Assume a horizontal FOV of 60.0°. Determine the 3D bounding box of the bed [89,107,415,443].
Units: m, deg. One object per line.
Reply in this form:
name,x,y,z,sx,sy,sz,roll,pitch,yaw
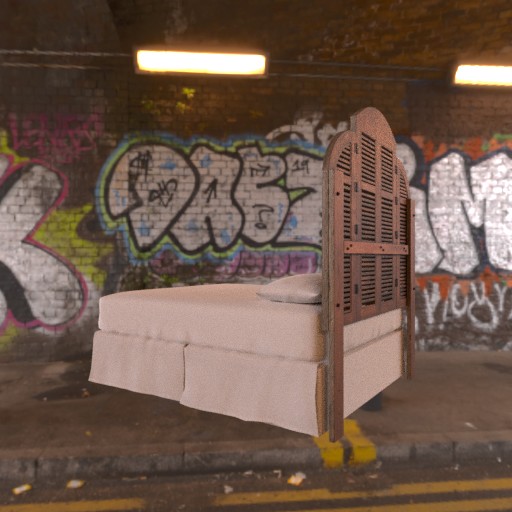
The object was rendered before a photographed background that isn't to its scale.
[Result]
bed,0.000,0.000,3.640,2.138,2.019,1.713,0,0,34
